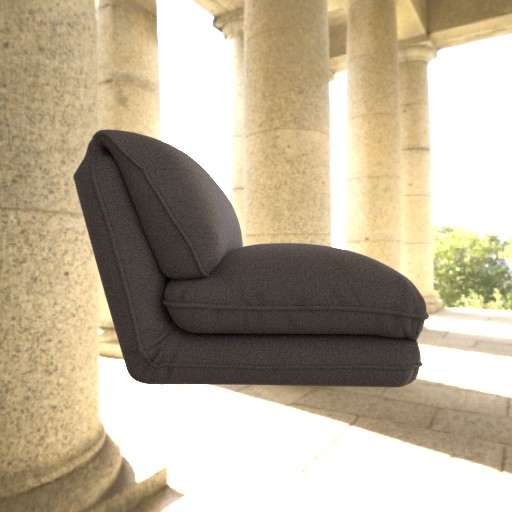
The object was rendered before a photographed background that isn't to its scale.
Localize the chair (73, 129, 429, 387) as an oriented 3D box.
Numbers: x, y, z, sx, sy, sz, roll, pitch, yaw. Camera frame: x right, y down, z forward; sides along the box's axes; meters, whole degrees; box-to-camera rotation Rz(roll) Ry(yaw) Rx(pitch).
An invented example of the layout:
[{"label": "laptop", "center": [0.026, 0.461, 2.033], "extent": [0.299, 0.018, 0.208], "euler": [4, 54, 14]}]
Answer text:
[{"label": "chair", "center": [0.000, 0.000, 1.333], "extent": [0.780, 0.580, 0.820], "euler": [0, 0, 2]}]
